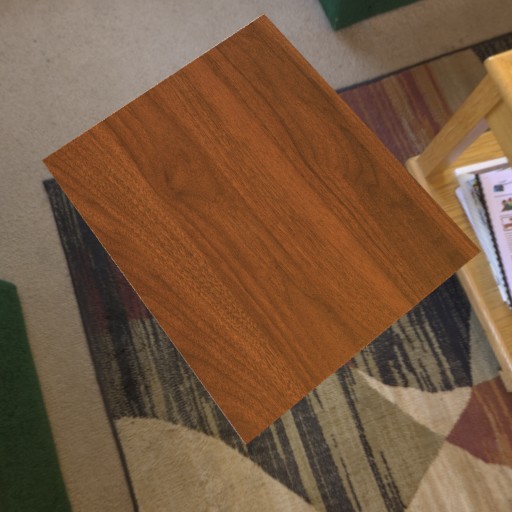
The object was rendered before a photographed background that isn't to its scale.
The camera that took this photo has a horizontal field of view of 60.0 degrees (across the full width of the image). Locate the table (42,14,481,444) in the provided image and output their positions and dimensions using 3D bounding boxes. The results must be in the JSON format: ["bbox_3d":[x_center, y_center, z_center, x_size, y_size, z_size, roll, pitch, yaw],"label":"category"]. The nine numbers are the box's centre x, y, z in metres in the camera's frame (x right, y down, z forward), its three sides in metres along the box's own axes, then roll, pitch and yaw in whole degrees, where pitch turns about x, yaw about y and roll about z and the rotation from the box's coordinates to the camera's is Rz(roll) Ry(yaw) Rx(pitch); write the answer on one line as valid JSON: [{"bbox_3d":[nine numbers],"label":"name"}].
[{"bbox_3d":[0.000,0.000,1.518,0.660,1.041,0.786,-37,80,-8],"label":"table"}]
